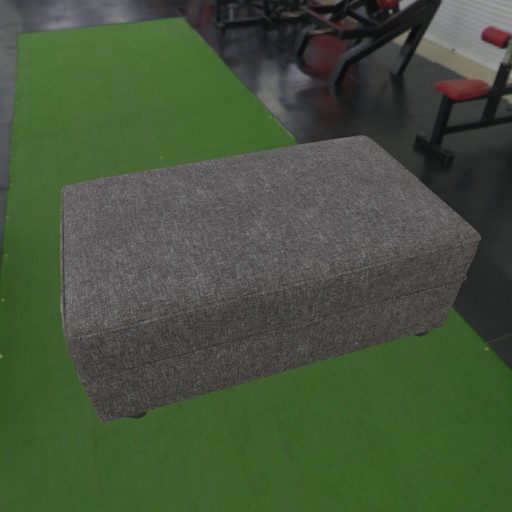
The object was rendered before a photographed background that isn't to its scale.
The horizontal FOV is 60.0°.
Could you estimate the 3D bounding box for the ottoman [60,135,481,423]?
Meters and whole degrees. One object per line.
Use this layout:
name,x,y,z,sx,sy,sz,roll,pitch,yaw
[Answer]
ottoman,0.000,0.000,1.515,1.184,0.487,0.717,-12,43,-13
